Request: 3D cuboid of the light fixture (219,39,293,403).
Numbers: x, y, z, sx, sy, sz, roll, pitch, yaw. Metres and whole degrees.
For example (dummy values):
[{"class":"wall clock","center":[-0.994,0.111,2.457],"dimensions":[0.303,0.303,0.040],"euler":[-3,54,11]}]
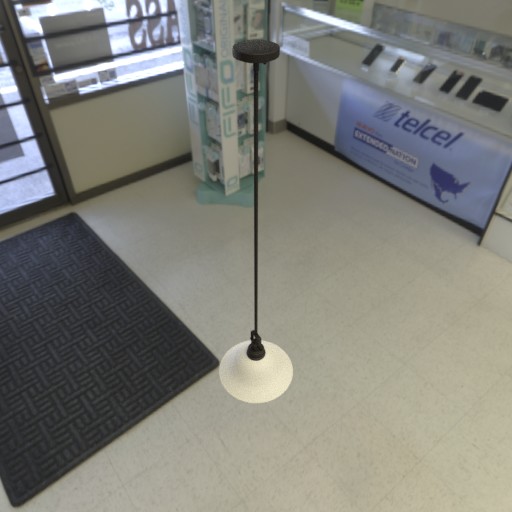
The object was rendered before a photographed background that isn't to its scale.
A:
[{"class":"light fixture","center":[0.000,0.000,1.502],"dimensions":[0.324,1.337,0.324],"euler":[-26,48,-26]}]
